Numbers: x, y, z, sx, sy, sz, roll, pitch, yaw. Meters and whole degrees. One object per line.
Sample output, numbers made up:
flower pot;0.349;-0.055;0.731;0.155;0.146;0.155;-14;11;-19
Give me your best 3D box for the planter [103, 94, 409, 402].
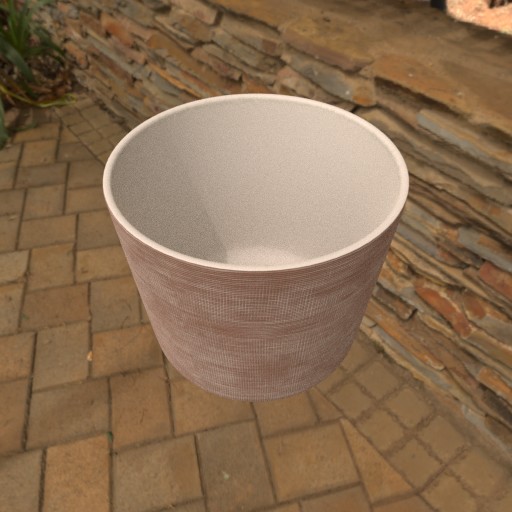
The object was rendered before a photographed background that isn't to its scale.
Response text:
planter;0.000;0.000;0.794;0.440;0.398;0.440;0;45;0
